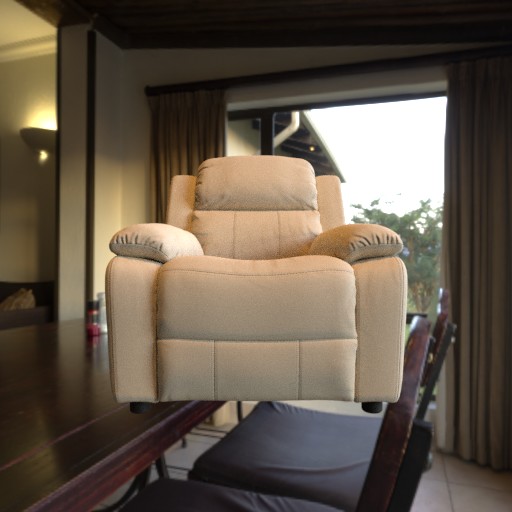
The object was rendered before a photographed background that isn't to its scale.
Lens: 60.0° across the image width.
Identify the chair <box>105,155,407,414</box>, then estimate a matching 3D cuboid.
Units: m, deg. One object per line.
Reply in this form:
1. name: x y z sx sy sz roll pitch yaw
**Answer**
1. chair: 0.000 0.000 1.280 0.680 0.702 0.709 0 0 0
